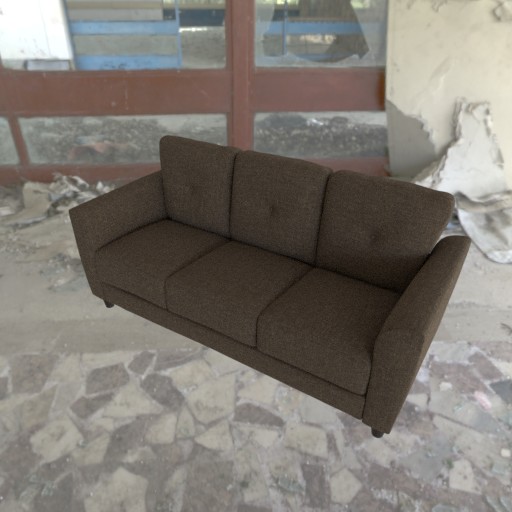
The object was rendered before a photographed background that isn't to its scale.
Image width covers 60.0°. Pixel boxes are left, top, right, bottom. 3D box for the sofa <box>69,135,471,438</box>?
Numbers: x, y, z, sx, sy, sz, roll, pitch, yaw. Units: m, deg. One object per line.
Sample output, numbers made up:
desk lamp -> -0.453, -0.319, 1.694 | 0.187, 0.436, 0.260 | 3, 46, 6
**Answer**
sofa -> 0.000, 0.000, 2.268 | 1.847, 0.891, 0.837 | 18, 35, 28
